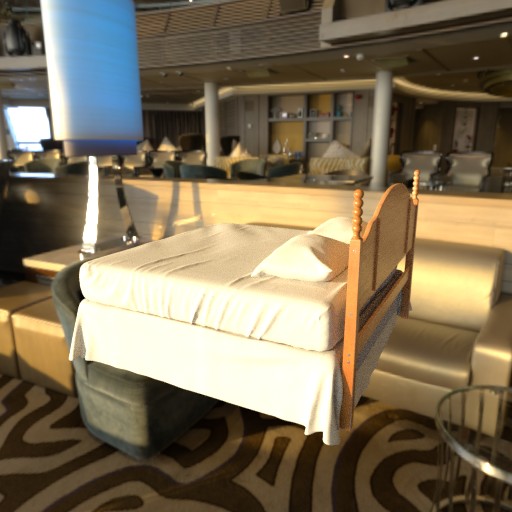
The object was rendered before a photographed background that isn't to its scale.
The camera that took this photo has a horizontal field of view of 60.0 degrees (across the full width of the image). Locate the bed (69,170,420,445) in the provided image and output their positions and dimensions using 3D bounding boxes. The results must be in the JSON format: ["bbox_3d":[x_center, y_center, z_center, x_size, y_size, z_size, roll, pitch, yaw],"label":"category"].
[{"bbox_3d":[0.000,0.000,3.644,2.219,1.355,2.322,7,16,27],"label":"bed"}]
